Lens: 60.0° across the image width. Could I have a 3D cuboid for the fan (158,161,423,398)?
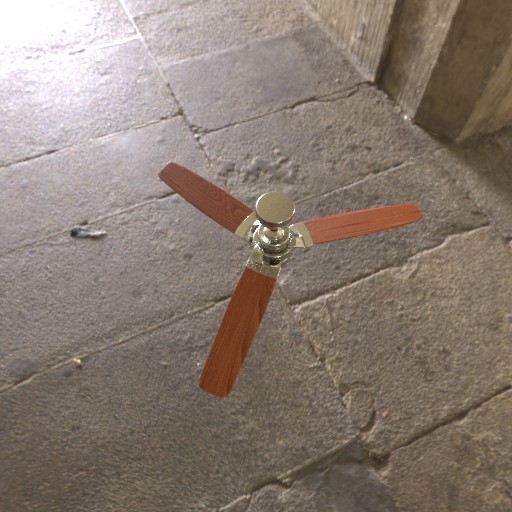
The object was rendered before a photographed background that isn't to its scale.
[{"bbox_3d":[0.000,0.000,2.063,1.416,0.410,1.271,18,61,10],"label":"fan"}]
